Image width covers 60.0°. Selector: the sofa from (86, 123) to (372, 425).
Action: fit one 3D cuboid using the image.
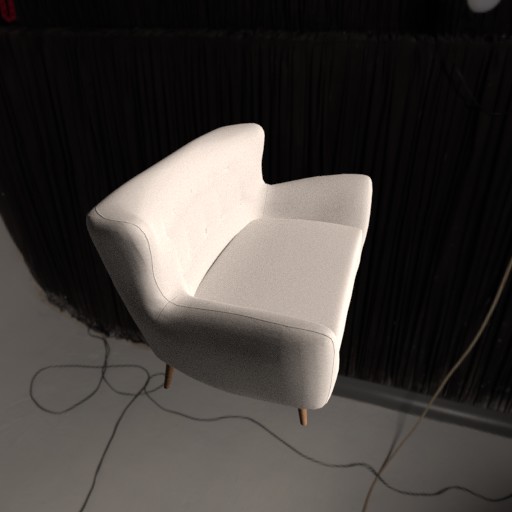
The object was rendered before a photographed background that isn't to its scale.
[{"bbox_3d":[0.000,0.000,2.026,0.921,0.878,1.424,9,31,15],"label":"sofa"}]
